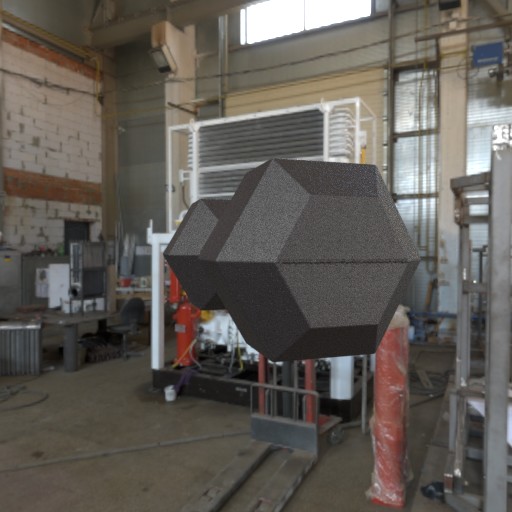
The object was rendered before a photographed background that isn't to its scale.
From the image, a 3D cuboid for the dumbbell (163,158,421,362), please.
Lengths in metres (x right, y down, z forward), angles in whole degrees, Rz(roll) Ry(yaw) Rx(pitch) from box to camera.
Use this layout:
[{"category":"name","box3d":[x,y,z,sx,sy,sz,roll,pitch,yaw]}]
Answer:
[{"category":"dumbbell","box3d":[0.000,0.000,0.414,0.142,0.123,0.337,0,1,-18]}]
